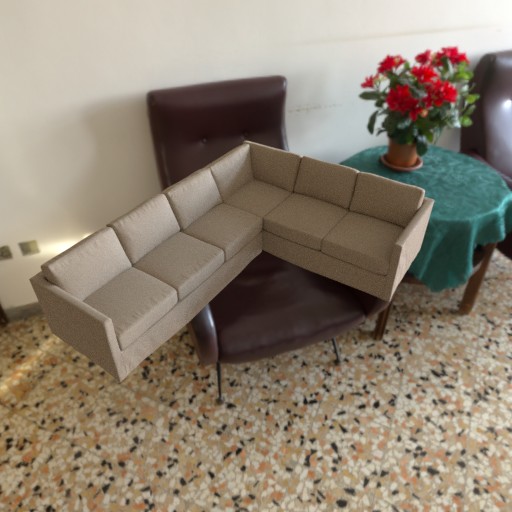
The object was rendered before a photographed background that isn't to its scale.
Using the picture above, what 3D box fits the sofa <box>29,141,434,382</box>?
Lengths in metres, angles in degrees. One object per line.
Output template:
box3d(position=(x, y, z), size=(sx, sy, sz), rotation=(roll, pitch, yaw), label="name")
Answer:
box3d(position=(0.000, 0.000, 4.325), size=(2.432, 0.871, 3.182), rotation=(23, 44, 26), label="sofa")
